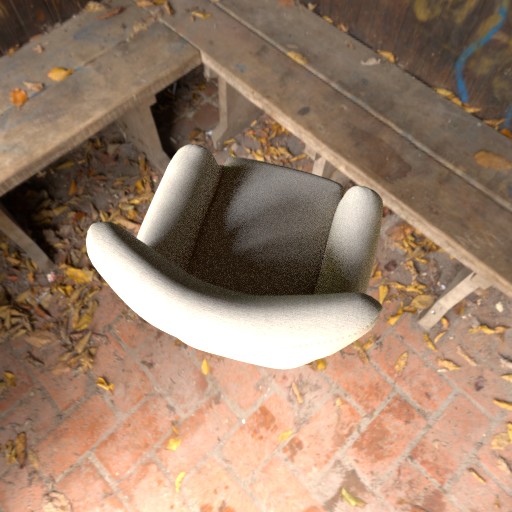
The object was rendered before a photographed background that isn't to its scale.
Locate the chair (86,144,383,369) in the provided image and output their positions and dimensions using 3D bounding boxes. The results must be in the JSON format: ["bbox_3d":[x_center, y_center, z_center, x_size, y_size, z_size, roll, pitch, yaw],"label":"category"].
[{"bbox_3d":[0.000,0.000,1.712,0.861,0.936,0.921,16,65,7],"label":"chair"}]
